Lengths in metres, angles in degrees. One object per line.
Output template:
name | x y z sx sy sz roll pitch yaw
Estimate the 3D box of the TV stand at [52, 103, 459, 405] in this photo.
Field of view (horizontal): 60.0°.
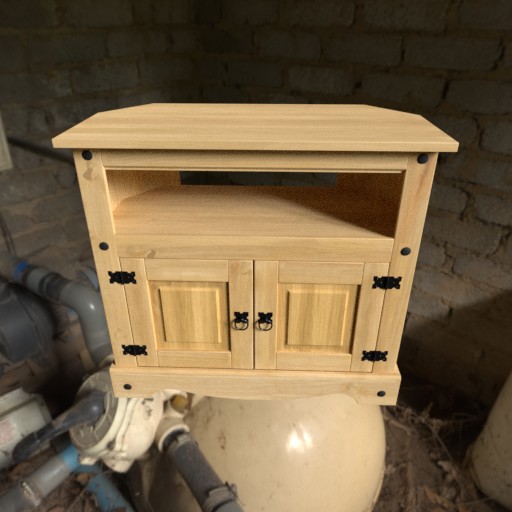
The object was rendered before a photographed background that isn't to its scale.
TV stand | 0.000 0.000 1.299 0.851 0.781 0.425 1 29 2
